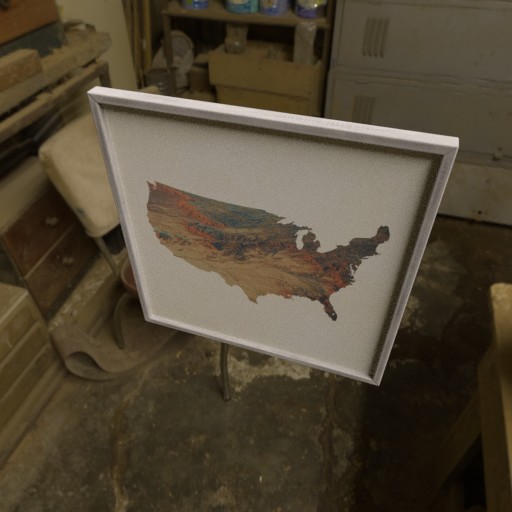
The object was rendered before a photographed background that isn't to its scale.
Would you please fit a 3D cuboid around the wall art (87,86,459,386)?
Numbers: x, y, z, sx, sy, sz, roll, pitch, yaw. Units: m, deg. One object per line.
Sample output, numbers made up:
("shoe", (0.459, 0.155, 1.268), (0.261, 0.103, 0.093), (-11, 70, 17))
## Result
("wall art", (0.000, 0.000, 0.450), (0.303, 0.303, 0.015), (13, 43, 14))
